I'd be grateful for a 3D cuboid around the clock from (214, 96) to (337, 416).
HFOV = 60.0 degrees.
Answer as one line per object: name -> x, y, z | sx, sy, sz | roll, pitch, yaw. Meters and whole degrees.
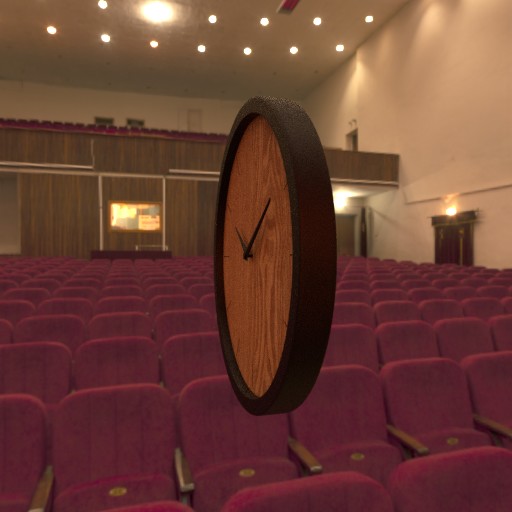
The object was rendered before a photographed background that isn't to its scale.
clock -> 0.000, 0.000, 0.463 | 0.029, 0.314, 0.314 | 0, 0, -17
